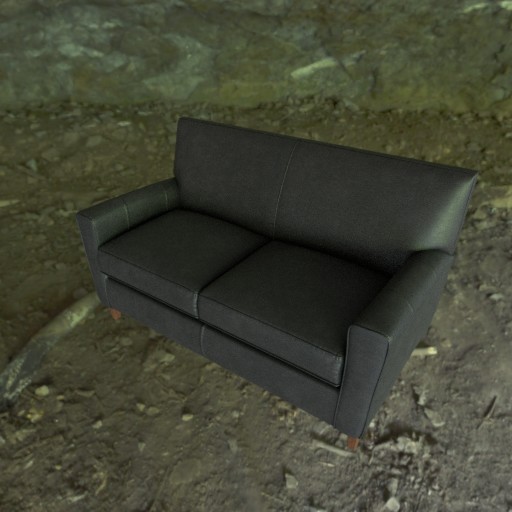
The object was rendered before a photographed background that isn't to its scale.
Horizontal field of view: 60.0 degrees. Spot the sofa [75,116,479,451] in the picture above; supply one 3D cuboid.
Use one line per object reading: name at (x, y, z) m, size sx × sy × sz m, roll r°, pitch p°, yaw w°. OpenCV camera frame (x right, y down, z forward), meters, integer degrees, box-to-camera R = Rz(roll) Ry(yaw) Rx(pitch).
sofa at (0.000, 0.000, 1.945) m, size 1.473 × 0.871 × 0.787 m, roll 20°, pitch 36°, yaw 30°
